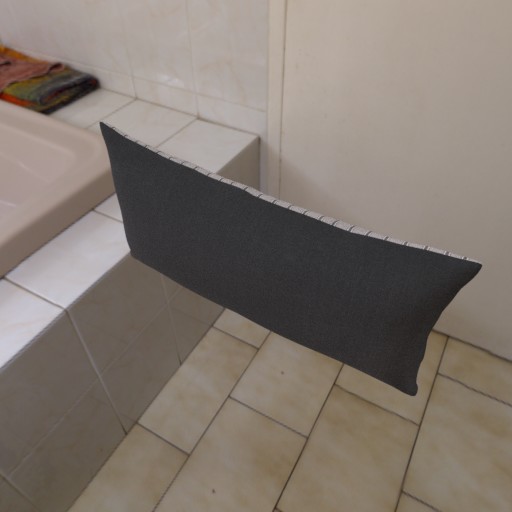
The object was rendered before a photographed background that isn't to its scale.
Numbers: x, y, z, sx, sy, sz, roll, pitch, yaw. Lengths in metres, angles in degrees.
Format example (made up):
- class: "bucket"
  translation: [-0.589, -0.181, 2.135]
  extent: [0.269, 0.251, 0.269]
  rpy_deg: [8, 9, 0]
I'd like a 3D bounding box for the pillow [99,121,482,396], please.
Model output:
- class: "pillow"
  translation: [0.000, 0.000, 0.719]
  extent: [0.609, 0.305, 0.151]
  rpy_deg: [23, 49, 22]
